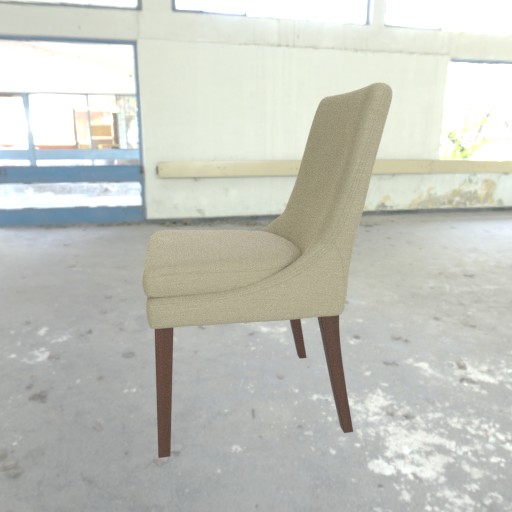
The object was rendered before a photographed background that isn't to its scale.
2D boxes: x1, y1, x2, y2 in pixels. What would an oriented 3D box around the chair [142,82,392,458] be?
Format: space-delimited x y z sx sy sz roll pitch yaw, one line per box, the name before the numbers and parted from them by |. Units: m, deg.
chair | 0.000 0.000 1.323 0.638 0.940 0.515 -3 15 -10
